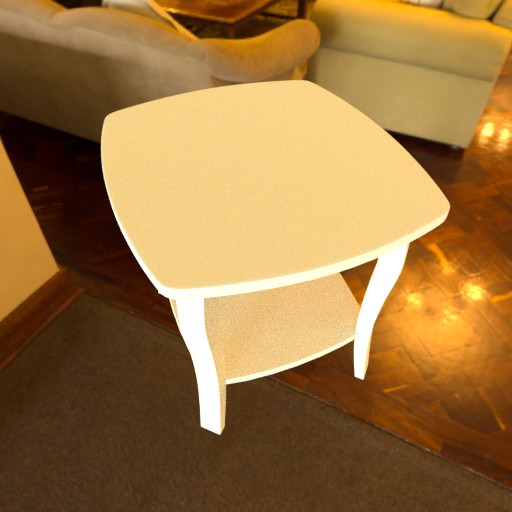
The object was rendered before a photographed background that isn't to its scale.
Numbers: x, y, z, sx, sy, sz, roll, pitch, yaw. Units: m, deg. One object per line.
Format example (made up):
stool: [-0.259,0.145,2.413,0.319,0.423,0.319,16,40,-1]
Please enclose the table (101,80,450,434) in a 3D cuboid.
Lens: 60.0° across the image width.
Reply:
table: [0.000,0.000,0.833,0.451,0.438,0.502,-16,47,-15]
